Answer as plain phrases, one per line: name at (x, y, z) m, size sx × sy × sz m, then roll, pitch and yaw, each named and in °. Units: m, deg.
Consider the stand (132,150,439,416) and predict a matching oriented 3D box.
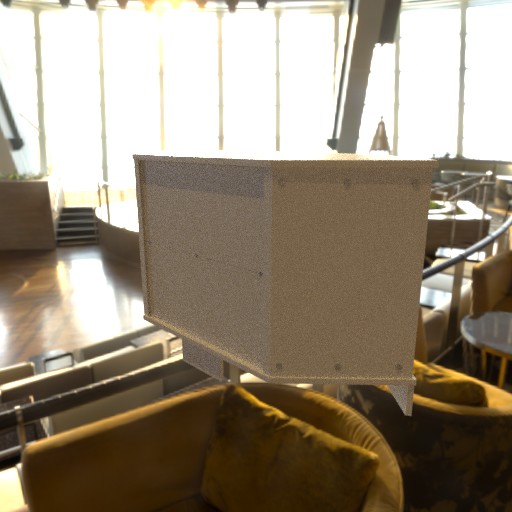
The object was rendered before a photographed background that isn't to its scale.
stand at (0.000, 0.000, 1.369) m, size 1.072 × 0.614 × 0.477 m, roll 14°, pitch 20°, yaw 43°
